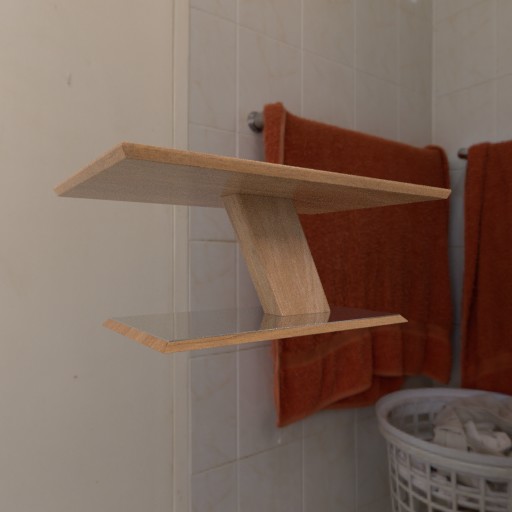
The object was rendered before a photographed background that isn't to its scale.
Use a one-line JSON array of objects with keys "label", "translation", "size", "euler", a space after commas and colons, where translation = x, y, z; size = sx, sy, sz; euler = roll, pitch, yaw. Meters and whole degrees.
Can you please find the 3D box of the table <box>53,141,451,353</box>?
[{"label": "table", "translation": [0.000, 0.000, 1.446], "size": [1.100, 0.441, 0.692], "euler": [0, 0, -34]}]
